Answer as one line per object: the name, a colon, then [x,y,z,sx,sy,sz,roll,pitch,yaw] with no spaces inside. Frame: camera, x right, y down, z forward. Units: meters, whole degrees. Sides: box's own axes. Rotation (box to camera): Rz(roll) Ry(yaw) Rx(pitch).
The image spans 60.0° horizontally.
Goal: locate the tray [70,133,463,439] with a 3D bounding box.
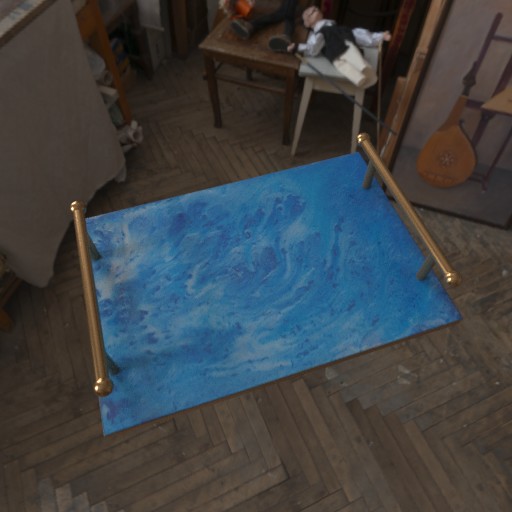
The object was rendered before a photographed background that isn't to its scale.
tray: [0.000,0.000,0.568,0.444,0.084,0.304,-15,59,-10]
